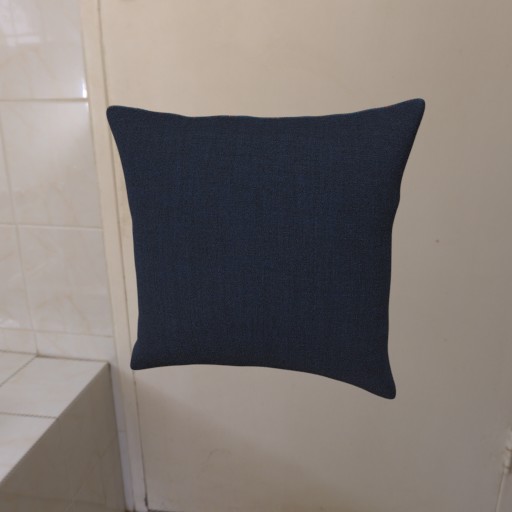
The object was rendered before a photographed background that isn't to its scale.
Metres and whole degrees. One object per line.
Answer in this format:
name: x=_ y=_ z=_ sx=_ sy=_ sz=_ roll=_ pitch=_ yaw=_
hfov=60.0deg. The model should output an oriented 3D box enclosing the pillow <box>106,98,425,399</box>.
pillow: x=0.000 y=0.000 z=0.647 sx=0.431 sy=0.431 sz=0.141 roll=3 pitch=18 yaw=10
